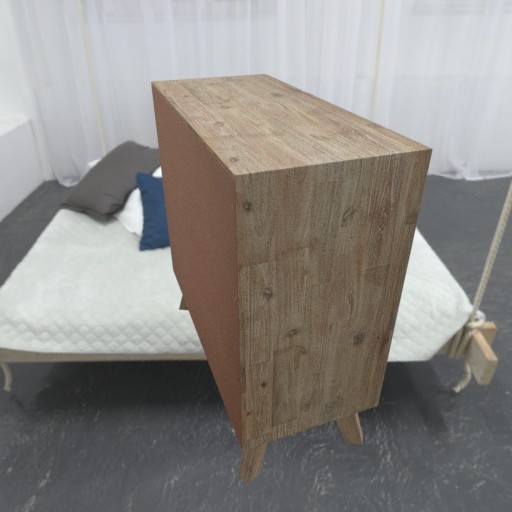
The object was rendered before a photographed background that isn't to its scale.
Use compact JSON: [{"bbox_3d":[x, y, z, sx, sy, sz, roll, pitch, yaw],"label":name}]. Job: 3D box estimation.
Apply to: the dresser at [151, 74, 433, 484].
[{"bbox_3d":[0.000,0.000,1.568,0.455,1.029,0.998,-11,33,-17],"label":"dresser"}]
